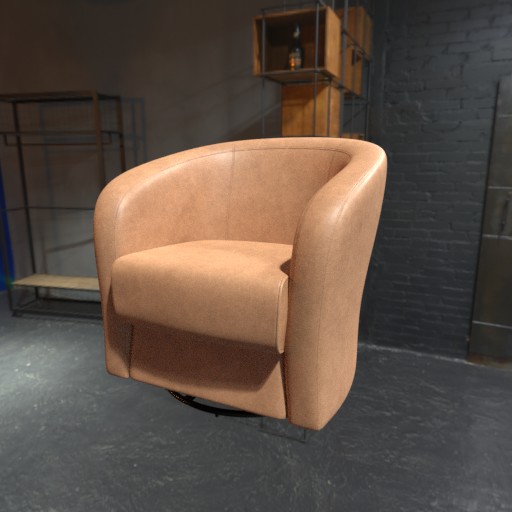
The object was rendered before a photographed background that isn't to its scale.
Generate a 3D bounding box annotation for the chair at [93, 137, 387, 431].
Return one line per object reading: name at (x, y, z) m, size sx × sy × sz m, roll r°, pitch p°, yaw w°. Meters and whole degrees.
chair at (0.000, 0.000, 1.443) m, size 0.791 × 0.771 × 0.815 m, roll 6°, pitch 14°, yaw 25°
